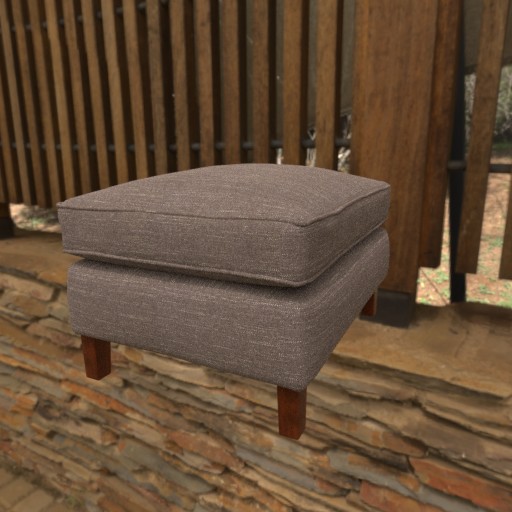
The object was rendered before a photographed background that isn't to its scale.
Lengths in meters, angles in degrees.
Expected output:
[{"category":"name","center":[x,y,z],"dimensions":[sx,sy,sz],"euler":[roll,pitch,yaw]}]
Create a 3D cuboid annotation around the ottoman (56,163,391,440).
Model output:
[{"category":"ottoman","center":[0.000,0.000,0.999],"dimensions":[0.508,0.406,0.686],"euler":[7,15,25]}]
